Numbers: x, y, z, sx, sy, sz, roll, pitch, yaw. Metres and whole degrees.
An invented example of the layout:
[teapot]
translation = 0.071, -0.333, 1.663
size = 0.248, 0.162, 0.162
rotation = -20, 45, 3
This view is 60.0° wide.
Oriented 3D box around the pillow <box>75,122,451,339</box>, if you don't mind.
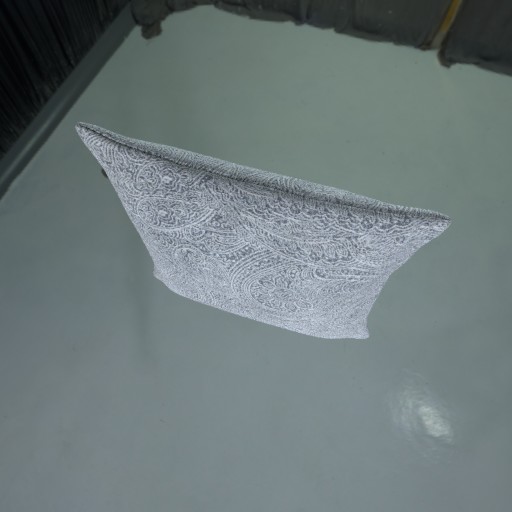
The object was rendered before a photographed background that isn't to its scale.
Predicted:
[pillow]
translation = 0.000, 0.000, 0.804
size = 0.523, 0.510, 0.166
rotation = 16, 64, 8
